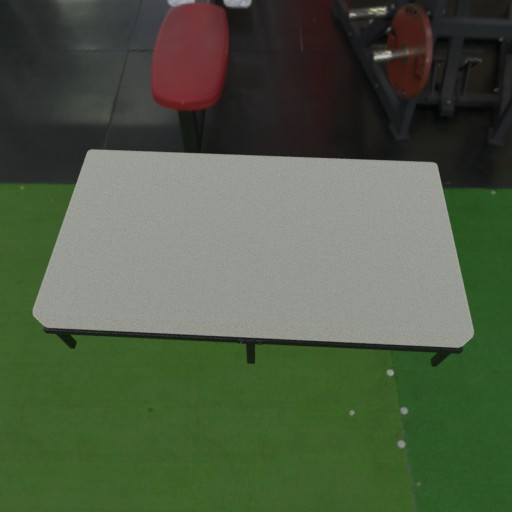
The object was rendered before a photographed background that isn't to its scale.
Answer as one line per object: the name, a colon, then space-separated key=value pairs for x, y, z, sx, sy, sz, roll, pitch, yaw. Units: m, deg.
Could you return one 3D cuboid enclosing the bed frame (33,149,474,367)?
bed frame: x=0.000 y=0.000 z=3.220 sx=2.635 sy=0.680 sz=1.393 roll=3 pitch=58 yaw=2
